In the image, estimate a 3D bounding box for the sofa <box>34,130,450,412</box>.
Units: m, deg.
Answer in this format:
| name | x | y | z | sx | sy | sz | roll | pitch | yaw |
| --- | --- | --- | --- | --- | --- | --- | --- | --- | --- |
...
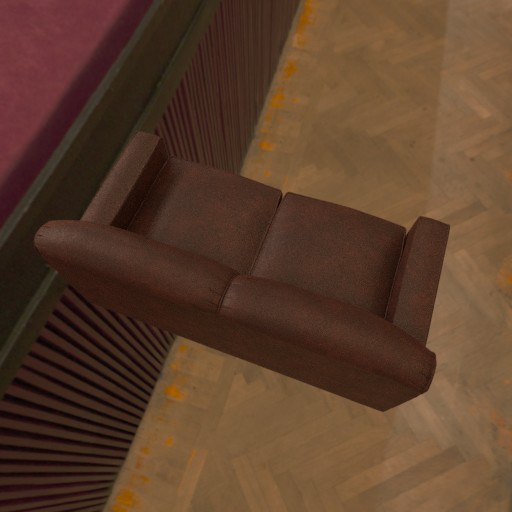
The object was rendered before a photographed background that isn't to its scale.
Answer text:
| name | x | y | z | sx | sy | sz | roll | pitch | yaw |
| --- | --- | --- | --- | --- | --- | --- | --- | --- | --- |
| sofa | 0.000 | 0.000 | 2.415 | 1.856 | 0.966 | 1.000 | 19 | 66 | 9 |
